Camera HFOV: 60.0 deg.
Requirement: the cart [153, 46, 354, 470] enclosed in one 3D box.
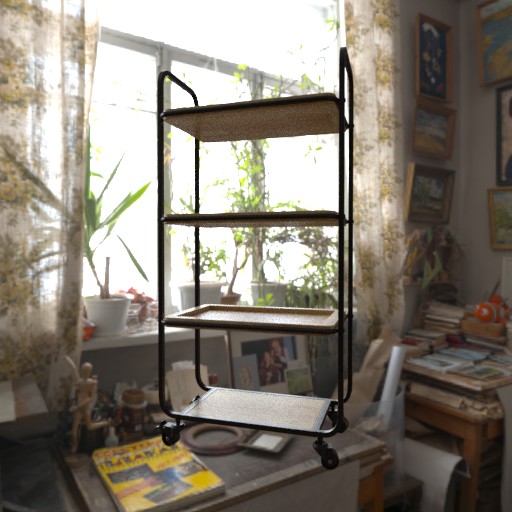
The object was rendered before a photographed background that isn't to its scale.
[{"bbox_3d":[0.000,0.000,1.310,0.545,1.080,0.321,0,1,17],"label":"cart"}]
